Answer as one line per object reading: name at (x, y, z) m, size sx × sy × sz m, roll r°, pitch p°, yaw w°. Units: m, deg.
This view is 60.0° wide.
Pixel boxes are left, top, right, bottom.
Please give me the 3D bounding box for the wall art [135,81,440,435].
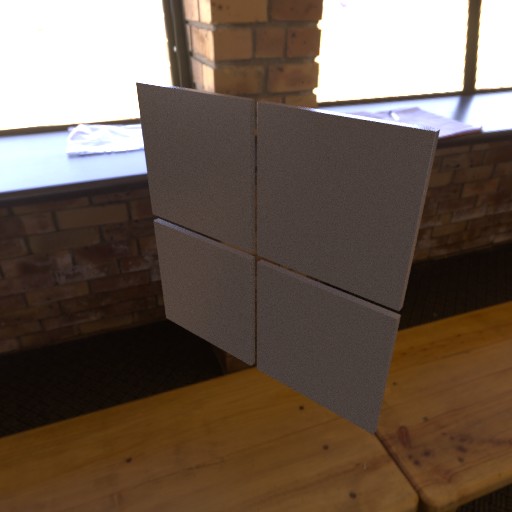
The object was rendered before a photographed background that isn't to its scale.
wall art at (0.000, 0.000, 1.655) m, size 1.118 × 1.118 × 0.029 m, roll 22°, pitch 37°, yaw 32°
